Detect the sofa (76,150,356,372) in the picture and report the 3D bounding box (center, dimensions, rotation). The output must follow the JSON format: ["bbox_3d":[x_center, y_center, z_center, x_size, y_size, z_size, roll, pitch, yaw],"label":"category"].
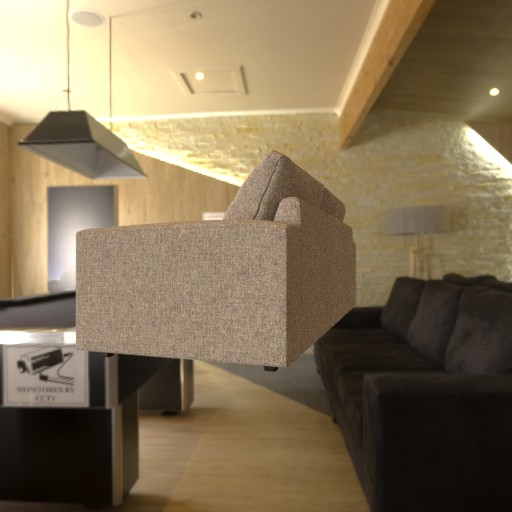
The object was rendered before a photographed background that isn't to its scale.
[{"bbox_3d":[0.000,0.000,2.899,1.040,0.922,2.299,0,0,19],"label":"sofa"}]
